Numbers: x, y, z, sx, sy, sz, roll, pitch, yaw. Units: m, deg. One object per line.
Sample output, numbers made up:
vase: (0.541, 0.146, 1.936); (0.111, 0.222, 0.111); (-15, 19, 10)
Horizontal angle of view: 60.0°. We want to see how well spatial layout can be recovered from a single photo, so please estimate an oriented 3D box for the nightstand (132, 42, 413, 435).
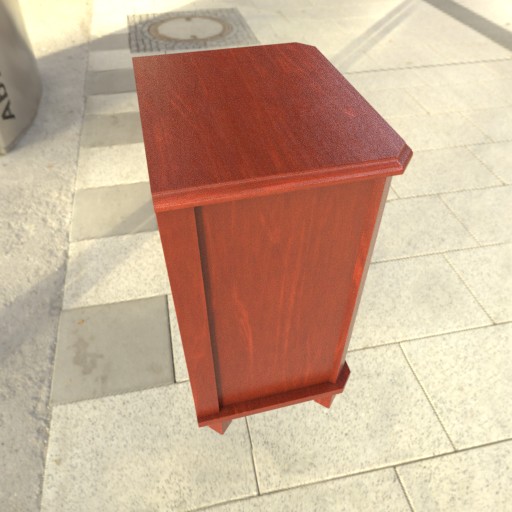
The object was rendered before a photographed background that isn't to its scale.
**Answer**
nightstand: (0.000, 0.000, 0.913); (0.351, 0.681, 0.435); (-10, 46, -10)
